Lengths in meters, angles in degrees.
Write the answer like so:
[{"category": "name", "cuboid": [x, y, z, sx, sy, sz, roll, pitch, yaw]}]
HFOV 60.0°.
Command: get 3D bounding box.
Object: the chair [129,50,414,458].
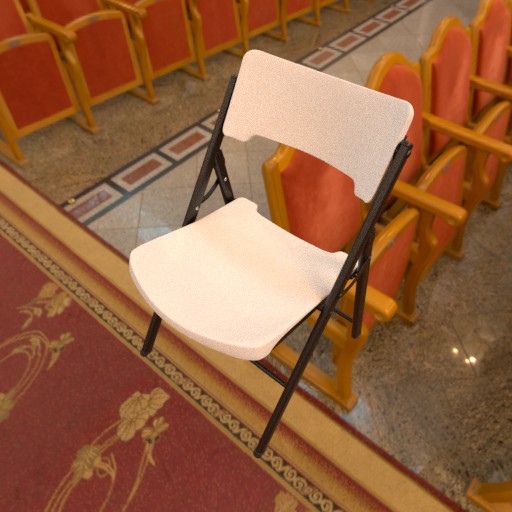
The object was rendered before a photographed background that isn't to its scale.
[{"category": "chair", "cuboid": [0.000, 0.000, 1.103, 0.482, 0.765, 0.577, 32, 54, 27]}]
